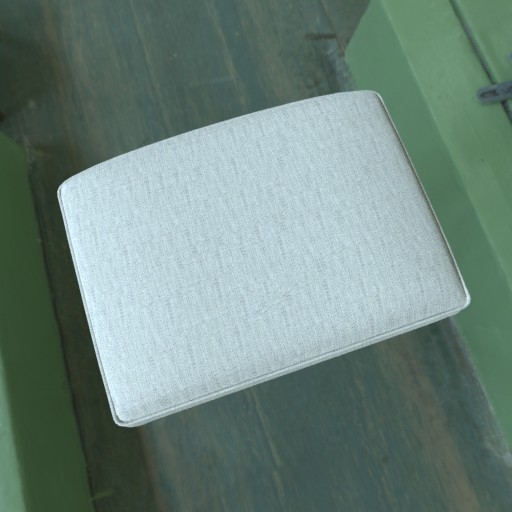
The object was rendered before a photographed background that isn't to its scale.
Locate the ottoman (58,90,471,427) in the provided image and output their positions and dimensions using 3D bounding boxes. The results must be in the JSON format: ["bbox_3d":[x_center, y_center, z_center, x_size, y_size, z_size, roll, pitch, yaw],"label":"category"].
[{"bbox_3d":[0.000,0.000,1.129,0.794,0.465,0.594,-18,76,-5],"label":"ottoman"}]
